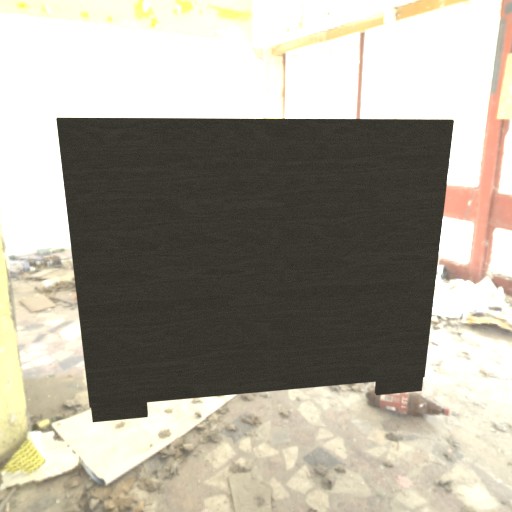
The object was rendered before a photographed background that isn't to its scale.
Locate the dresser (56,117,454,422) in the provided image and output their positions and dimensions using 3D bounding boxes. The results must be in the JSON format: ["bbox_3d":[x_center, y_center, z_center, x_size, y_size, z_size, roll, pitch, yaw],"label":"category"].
[{"bbox_3d":[0.000,0.000,1.393,0.994,0.816,0.404,-2,16,-9],"label":"dresser"}]
